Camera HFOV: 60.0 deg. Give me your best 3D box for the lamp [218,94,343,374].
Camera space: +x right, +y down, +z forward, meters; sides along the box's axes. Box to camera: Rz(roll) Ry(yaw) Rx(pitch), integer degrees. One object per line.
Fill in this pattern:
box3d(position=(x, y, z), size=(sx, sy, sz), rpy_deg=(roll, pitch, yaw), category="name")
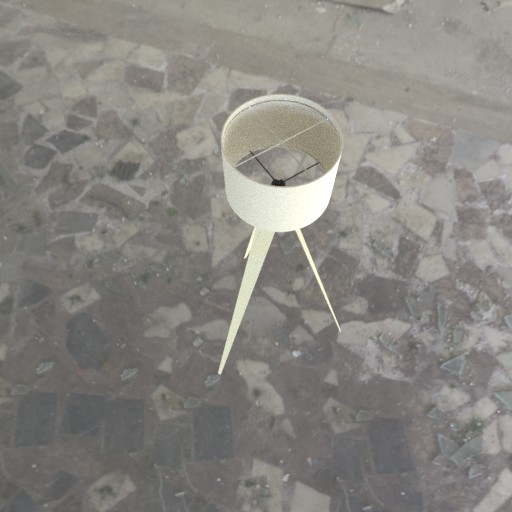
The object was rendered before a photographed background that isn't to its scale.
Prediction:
box3d(position=(0.000, 0.000, 1.941), size=(0.724, 1.524, 0.716), rpy_deg=(-30, 67, -15), category="lamp")
